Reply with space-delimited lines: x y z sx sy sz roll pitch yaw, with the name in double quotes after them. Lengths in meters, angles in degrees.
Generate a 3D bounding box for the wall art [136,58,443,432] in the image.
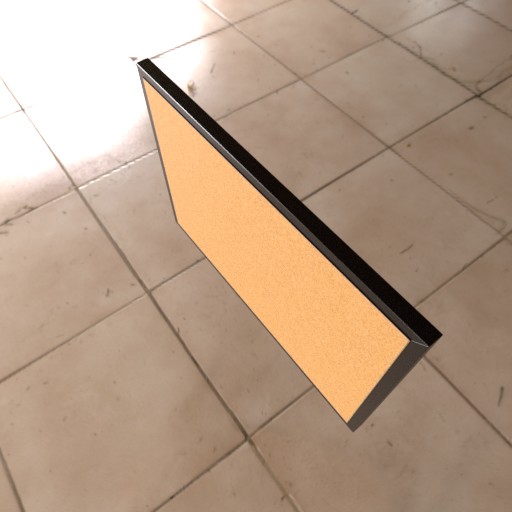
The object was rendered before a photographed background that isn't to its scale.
0.000 0.000 0.827 0.027 0.458 0.657 -33 63 -19 "wall art"
